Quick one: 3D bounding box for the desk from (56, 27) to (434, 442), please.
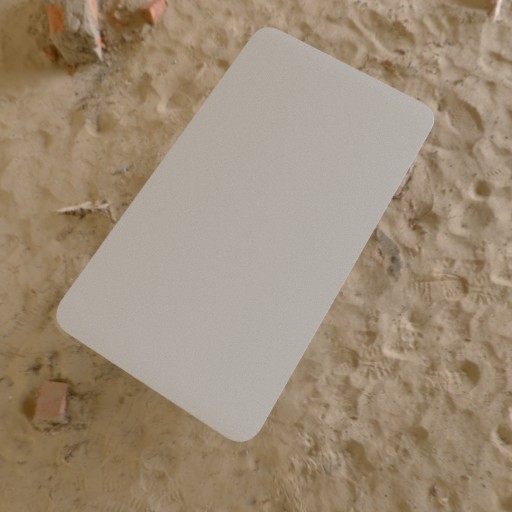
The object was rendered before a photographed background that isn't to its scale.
[{"bbox_3d":[0.000,0.000,1.263,0.446,0.760,0.790,31,78,7],"label":"desk"}]
